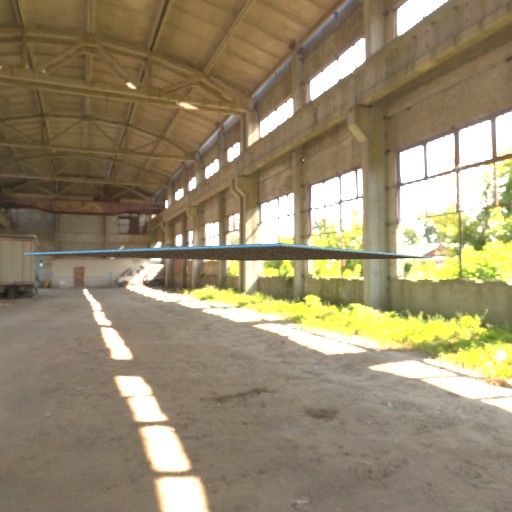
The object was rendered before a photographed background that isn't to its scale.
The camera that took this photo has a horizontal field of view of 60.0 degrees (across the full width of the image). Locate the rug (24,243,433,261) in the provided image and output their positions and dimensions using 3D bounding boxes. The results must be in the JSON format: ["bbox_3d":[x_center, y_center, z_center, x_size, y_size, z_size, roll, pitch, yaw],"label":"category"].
[{"bbox_3d":[0.000,0.000,3.972,2.350,0.018,2.964,-1,-2,35],"label":"rug"}]
